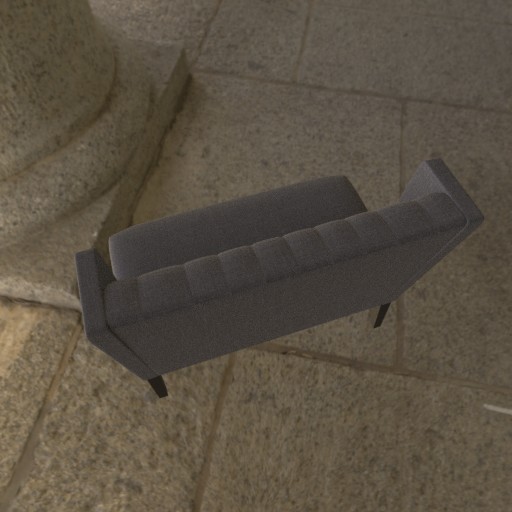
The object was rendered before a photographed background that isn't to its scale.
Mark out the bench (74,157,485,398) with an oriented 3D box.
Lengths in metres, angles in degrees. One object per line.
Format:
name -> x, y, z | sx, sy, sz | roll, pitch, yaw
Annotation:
bench -> 0.000, 0.000, 1.973 | 1.276, 1.121, 0.842 | -16, 60, -10
